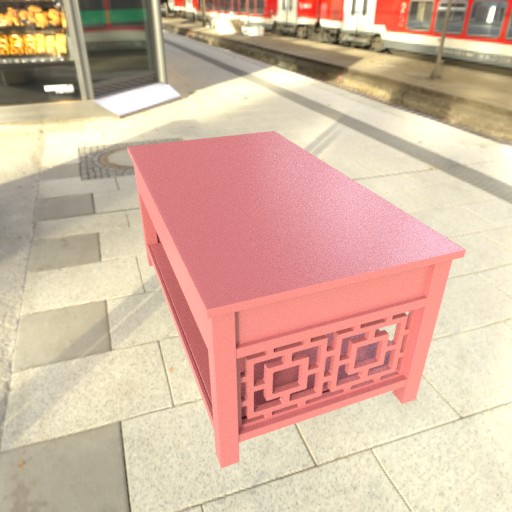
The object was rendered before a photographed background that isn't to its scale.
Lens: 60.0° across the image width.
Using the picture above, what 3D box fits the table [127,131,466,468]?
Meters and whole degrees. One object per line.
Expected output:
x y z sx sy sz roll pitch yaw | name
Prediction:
0.000 0.000 1.448 0.612 0.493 1.068 -11 32 -18 | table
